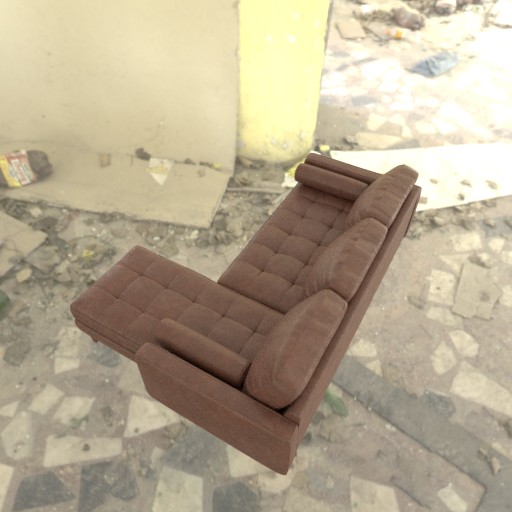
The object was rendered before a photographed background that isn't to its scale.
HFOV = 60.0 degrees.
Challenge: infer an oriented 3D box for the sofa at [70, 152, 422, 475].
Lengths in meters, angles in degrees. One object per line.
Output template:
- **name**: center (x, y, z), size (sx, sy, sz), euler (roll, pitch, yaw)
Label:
- **sofa**: center (0.000, 0.000, 3.031), size (1.613, 0.841, 2.185), euler (23, 51, 20)
